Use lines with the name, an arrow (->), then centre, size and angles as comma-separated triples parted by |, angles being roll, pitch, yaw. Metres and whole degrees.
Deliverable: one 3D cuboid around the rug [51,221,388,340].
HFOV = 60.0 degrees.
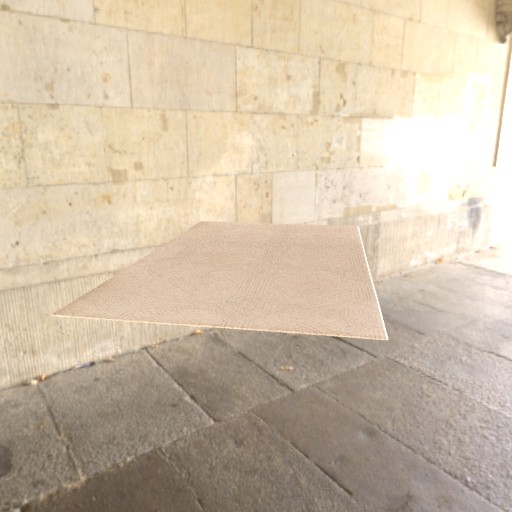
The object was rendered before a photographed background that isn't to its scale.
rug -> 0.000, 0.000, 3.105 | 1.524, 0.008, 2.440 | 3, 15, 9
